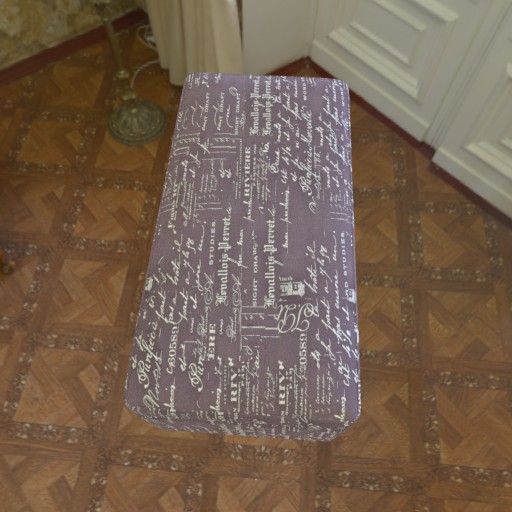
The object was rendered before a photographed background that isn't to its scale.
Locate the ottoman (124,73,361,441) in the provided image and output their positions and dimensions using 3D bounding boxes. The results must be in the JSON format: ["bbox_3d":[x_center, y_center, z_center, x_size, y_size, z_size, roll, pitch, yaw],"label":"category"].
[{"bbox_3d":[0.000,0.000,1.087,0.406,0.457,0.813,3,63,2],"label":"ottoman"}]
